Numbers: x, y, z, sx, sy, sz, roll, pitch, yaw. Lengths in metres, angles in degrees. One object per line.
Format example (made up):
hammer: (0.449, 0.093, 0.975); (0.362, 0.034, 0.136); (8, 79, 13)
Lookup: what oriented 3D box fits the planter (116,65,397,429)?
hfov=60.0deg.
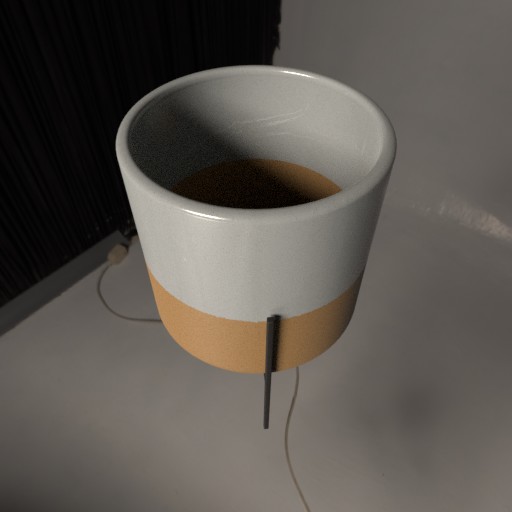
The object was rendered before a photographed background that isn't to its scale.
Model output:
planter: (0.000, 0.000, 0.642); (0.310, 0.432, 0.310); (31, 55, 25)
